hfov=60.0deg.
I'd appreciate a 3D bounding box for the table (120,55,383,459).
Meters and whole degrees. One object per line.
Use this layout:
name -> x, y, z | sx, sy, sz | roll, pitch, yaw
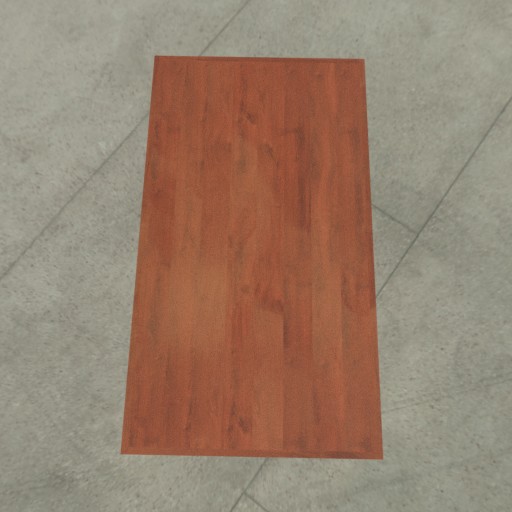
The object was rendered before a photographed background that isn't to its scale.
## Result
table -> 0.000, 0.000, 1.371 | 0.610, 0.457, 1.067 | 1, 76, 0
